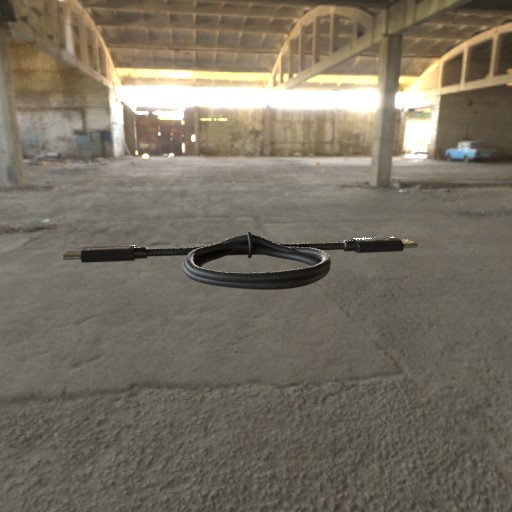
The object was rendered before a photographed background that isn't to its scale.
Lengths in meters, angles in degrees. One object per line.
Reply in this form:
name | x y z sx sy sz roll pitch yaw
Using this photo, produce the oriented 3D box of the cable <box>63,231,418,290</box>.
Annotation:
cable | 0.000 0.000 0.209 0.186 0.014 0.070 -2 15 -8
